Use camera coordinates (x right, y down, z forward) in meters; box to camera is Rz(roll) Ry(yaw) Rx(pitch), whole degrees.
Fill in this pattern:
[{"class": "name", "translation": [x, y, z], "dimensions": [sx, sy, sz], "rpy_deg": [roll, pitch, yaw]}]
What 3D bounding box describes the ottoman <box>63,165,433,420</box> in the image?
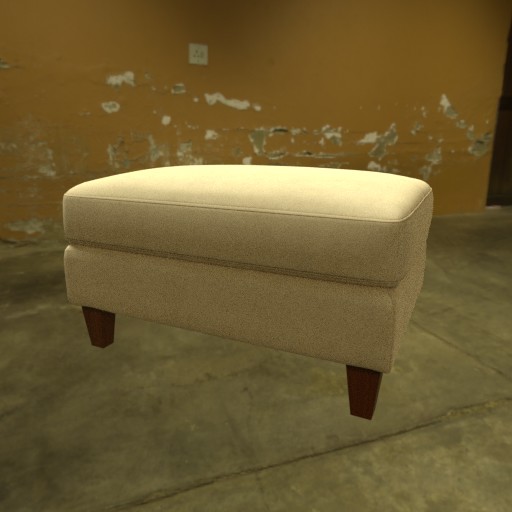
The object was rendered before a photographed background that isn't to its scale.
[{"class": "ottoman", "translation": [0.000, 0.000, 1.228], "dimensions": [0.864, 0.483, 0.584], "rpy_deg": [7, 17, 25]}]
